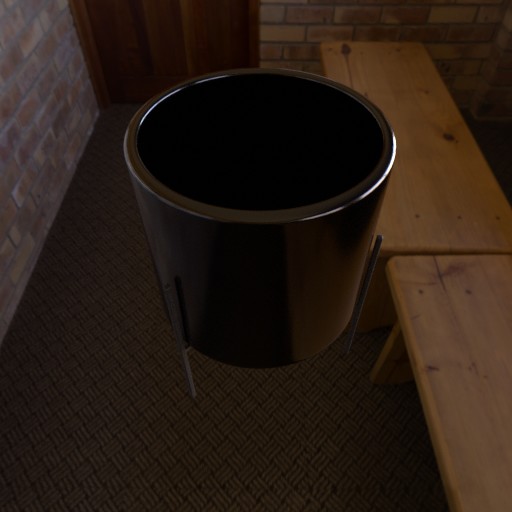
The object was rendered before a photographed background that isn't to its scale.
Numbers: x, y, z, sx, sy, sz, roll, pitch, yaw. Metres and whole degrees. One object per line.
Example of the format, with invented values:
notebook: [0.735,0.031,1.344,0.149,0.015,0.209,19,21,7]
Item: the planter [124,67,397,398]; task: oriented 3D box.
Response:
planter: [0.000,0.000,0.654,0.310,0.432,0.310,-25,53,-21]
